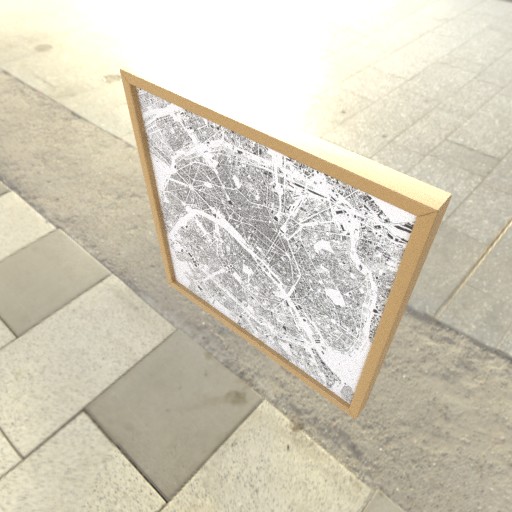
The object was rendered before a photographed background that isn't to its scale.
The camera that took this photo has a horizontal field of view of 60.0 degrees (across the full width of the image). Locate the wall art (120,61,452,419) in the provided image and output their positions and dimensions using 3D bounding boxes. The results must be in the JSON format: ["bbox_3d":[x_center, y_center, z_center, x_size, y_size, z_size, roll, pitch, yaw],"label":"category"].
[{"bbox_3d":[0.000,0.000,0.754,0.509,0.509,0.036,31,54,26],"label":"wall art"}]
